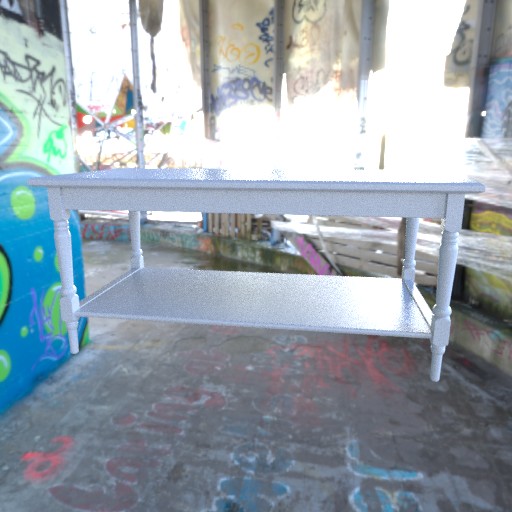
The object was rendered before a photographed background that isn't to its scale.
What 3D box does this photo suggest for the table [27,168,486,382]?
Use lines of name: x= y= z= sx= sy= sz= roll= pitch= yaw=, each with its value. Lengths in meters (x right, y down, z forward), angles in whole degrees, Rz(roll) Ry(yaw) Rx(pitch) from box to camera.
table: x=0.000 y=0.000 z=1.380 sx=1.109 sy=0.506 sz=0.551 roll=2 pitch=14 yaw=9
